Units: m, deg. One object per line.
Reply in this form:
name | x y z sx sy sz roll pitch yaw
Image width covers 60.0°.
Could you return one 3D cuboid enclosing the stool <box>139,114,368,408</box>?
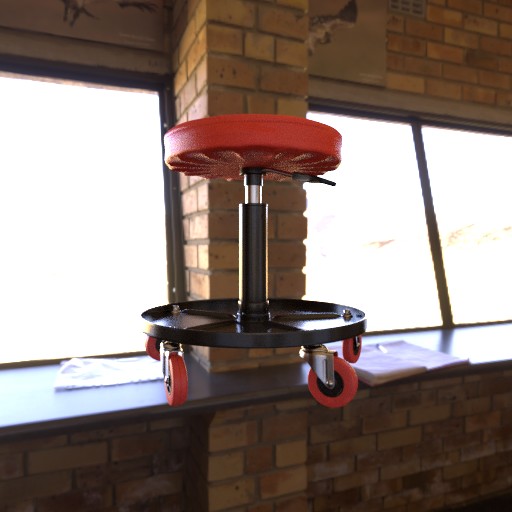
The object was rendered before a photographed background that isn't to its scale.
stool | 0.000 0.000 0.686 0.382 0.365 0.381 1 2 37
